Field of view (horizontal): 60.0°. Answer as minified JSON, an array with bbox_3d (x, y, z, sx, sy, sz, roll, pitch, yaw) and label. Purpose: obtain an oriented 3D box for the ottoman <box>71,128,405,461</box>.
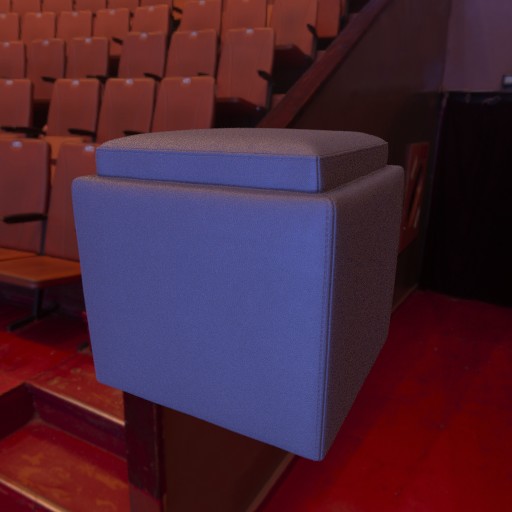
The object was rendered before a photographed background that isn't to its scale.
[{"bbox_3d":[0.000,0.000,0.833,0.450,0.460,0.451,9,19,27],"label":"ottoman"}]
